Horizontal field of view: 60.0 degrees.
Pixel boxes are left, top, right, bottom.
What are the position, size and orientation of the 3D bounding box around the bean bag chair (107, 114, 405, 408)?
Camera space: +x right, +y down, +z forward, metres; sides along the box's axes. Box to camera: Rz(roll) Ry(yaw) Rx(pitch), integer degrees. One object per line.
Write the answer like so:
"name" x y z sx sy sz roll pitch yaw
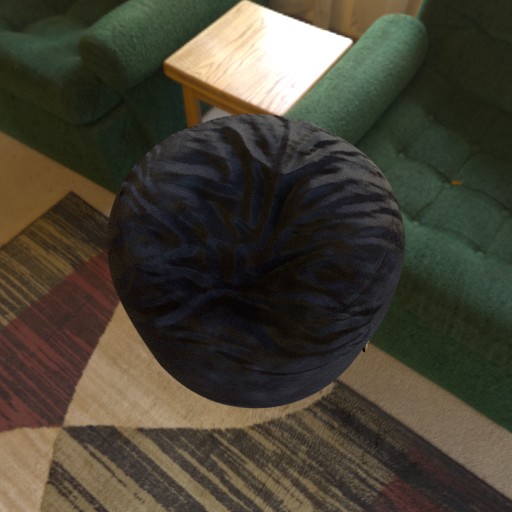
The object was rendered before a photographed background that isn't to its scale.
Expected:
"bean bag chair" 0.000 0.000 1.512 0.918 0.616 0.918 0 59 0
